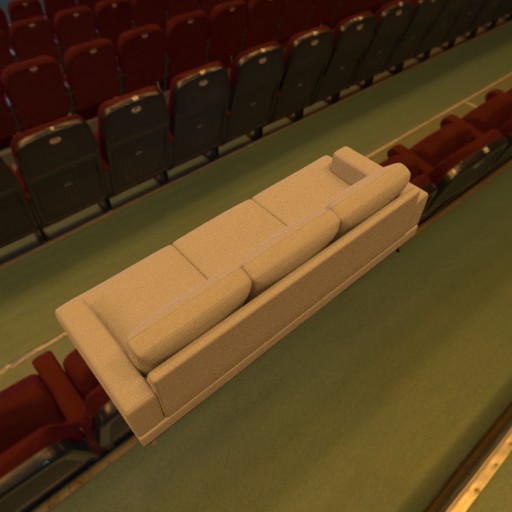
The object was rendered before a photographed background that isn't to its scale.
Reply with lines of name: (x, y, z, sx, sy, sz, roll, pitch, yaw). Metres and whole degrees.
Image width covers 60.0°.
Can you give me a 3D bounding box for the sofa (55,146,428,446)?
sofa: (0.000, 0.000, 2.810, 2.310, 0.810, 0.920, -33, 56, -26)
